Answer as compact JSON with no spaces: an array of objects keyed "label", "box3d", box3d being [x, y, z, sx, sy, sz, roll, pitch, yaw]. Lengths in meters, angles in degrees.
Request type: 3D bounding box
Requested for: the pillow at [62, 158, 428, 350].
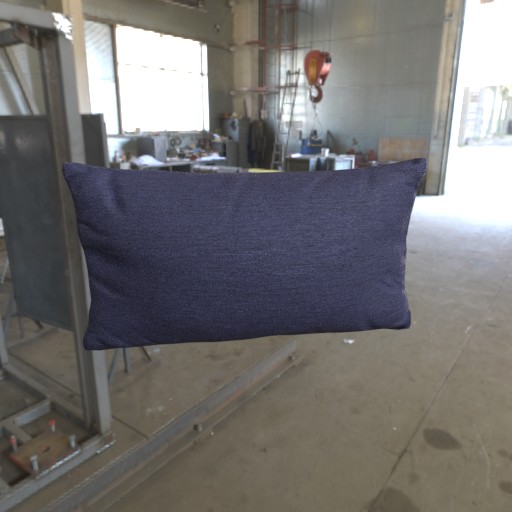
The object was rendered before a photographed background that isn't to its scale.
[{"label":"pillow","box3d":[0.000,0.000,0.797,0.633,0.338,0.210,-2,17,-8]}]
